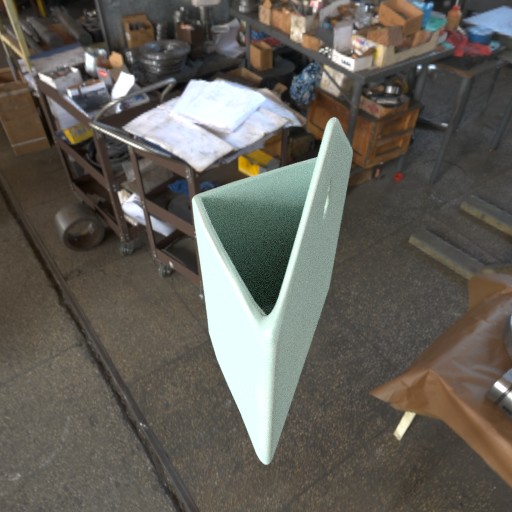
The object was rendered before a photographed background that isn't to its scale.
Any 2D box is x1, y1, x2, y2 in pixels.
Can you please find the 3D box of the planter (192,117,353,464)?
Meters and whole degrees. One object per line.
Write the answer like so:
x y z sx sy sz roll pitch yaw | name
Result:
0.000 0.000 0.275 0.079 0.197 0.164 15 47 14 | planter
